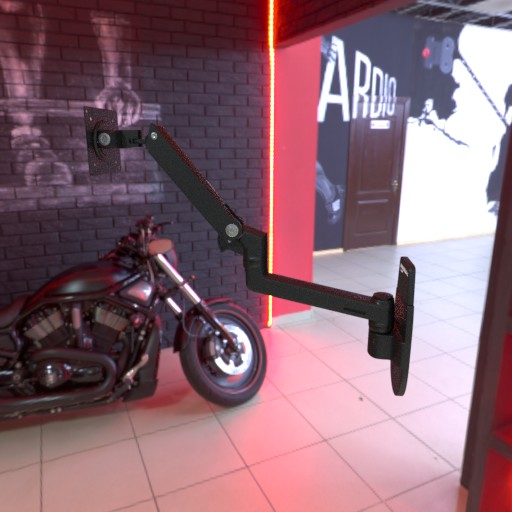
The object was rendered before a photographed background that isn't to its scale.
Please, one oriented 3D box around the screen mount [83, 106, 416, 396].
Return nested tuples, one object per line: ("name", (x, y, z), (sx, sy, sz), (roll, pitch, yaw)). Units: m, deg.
("screen mount", (0.000, 0.000, 0.731), (0.495, 0.466, 0.115), (2, 15, 7))
